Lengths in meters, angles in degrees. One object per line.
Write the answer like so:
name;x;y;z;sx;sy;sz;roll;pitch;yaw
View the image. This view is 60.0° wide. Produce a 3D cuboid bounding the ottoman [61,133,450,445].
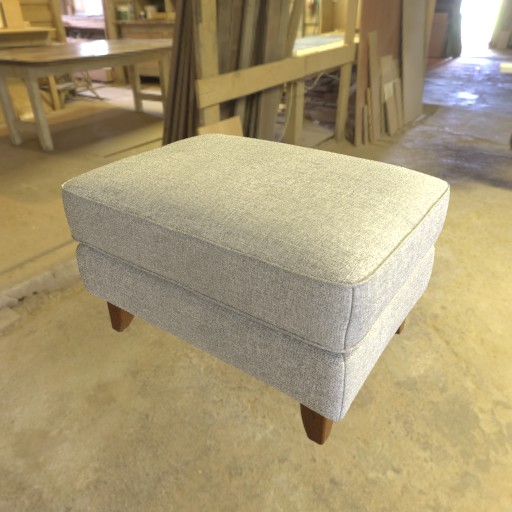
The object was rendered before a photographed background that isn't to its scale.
ottoman;0.000;0.000;1.298;0.889;0.561;0.661;19;35;30
